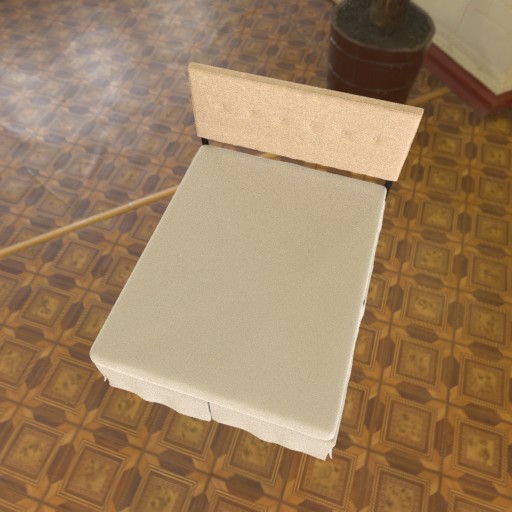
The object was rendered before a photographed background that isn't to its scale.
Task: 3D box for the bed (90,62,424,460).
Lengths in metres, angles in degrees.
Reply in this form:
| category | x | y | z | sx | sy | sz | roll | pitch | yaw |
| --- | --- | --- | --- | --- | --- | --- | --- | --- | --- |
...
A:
| category | x | y | z | sx | sy | sz | roll | pitch | yaw |
| --- | --- | --- | --- | --- | --- | --- | --- | --- | --- |
| bed | 0.000 | 0.000 | 2.940 | 1.643 | 1.270 | 1.978 | 15 | 59 | 9 |
